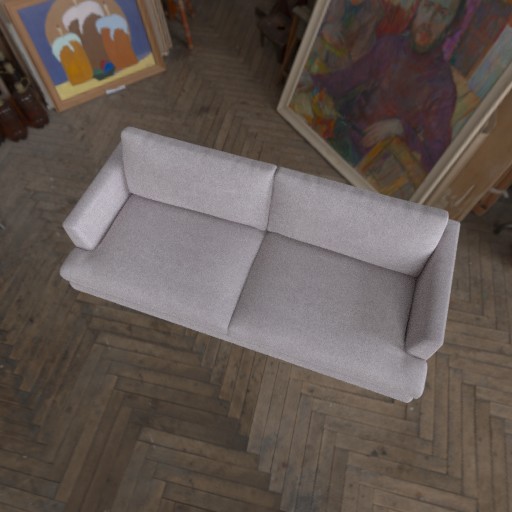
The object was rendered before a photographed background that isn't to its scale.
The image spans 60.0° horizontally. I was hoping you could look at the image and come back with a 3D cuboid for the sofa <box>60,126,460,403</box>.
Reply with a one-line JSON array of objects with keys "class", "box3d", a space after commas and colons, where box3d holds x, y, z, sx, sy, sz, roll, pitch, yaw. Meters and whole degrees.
[{"class": "sofa", "box3d": [0.000, 0.000, 2.773, 2.250, 0.868, 1.020, 17, 61, 10]}]
